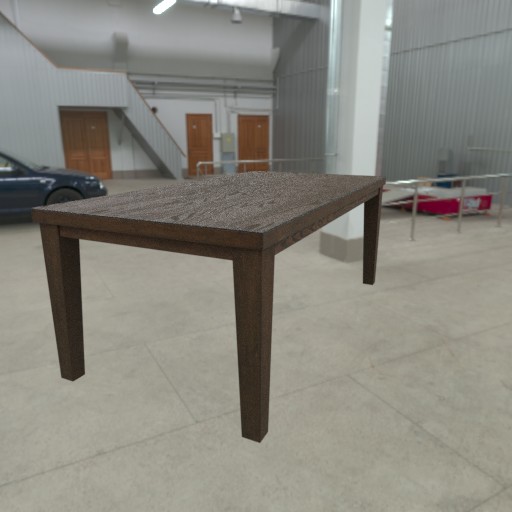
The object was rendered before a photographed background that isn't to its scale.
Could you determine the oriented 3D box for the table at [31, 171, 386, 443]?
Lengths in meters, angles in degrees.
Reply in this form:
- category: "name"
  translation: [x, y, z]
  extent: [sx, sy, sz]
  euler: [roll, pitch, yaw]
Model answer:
- category: "table"
  translation: [0.000, 0.000, 2.494]
  extent: [1.016, 0.762, 1.981]
  euler: [7, 17, 25]
